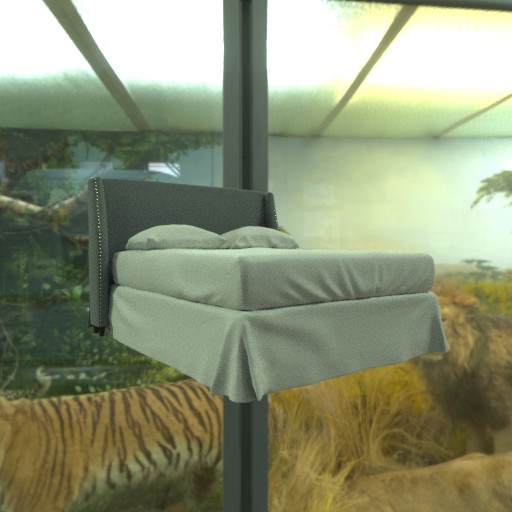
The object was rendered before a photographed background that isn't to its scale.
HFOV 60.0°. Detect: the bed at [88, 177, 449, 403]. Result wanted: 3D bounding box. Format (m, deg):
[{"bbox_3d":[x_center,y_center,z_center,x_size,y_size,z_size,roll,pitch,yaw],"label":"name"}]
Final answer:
[{"bbox_3d":[0.000,0.000,3.414,1.925,1.332,2.276,-1,2,-36],"label":"bed"}]
